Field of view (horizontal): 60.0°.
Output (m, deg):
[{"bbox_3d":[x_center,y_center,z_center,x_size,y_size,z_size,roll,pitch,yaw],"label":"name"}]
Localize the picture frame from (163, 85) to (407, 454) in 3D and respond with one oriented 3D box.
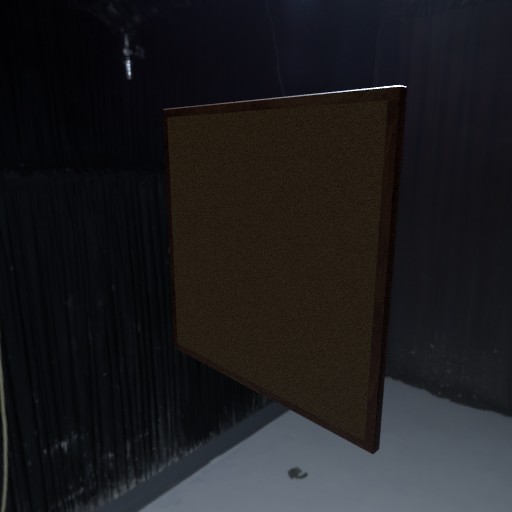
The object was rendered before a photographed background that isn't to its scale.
[{"bbox_3d":[0.000,0.000,1.231,0.029,0.817,0.810,-14,19,-43],"label":"picture frame"}]
